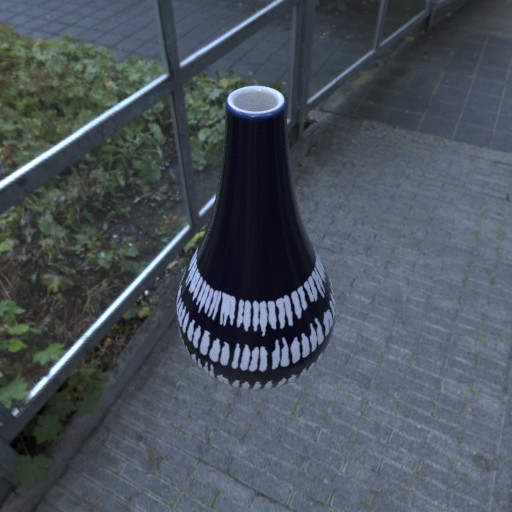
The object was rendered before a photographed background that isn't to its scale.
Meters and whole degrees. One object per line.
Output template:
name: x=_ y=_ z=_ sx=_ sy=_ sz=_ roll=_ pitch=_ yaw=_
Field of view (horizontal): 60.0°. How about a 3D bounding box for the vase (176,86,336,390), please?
vase: x=0.000 y=0.000 z=0.391 sx=0.159 sy=0.295 sz=0.159 roll=0 pitch=47 yaw=0
